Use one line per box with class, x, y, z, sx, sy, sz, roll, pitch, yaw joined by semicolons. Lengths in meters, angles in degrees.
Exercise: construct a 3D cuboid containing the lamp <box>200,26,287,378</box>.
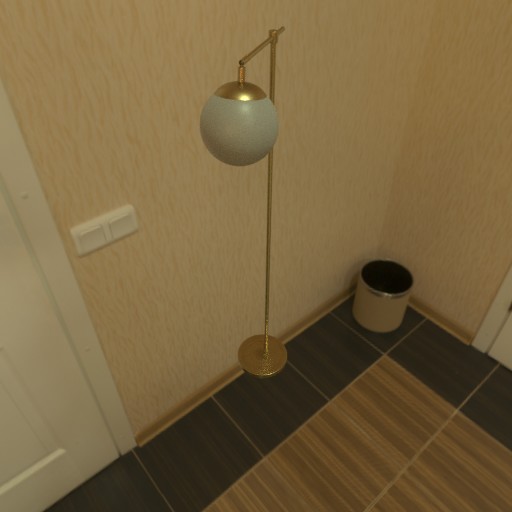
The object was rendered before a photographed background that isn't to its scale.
lamp;0.000;0.000;1.684;0.249;1.505;0.476;14;43;15
